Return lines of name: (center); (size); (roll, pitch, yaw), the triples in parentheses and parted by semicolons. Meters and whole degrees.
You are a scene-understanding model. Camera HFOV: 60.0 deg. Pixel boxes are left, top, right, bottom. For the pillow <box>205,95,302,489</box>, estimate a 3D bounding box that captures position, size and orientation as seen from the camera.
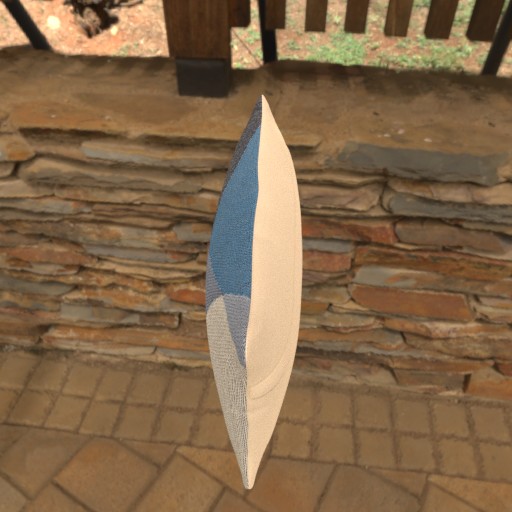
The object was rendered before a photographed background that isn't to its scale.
pillow: (0.000, 0.000, 0.716); (0.148, 0.307, 0.604); (1, 42, 2)
